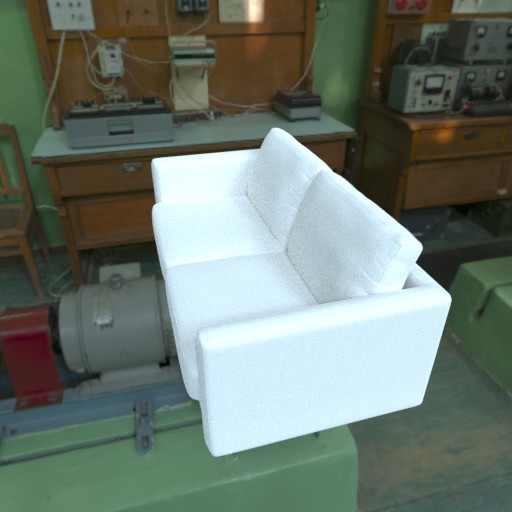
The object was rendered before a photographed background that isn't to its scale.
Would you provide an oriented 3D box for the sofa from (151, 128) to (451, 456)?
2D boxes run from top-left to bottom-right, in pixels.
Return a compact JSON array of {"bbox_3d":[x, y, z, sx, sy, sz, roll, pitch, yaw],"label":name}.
[{"bbox_3d":[0.000,0.000,2.242,0.940,0.893,1.713,-9,32,-14],"label":"sofa"}]
